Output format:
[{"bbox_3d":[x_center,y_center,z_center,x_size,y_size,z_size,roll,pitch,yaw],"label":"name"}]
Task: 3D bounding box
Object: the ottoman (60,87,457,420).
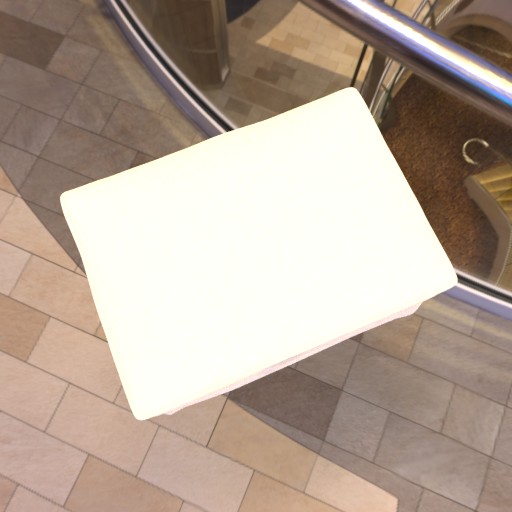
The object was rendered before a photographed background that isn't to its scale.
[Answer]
[{"bbox_3d":[0.000,0.000,1.370,0.944,0.479,0.703,-22,77,-5],"label":"ottoman"}]
